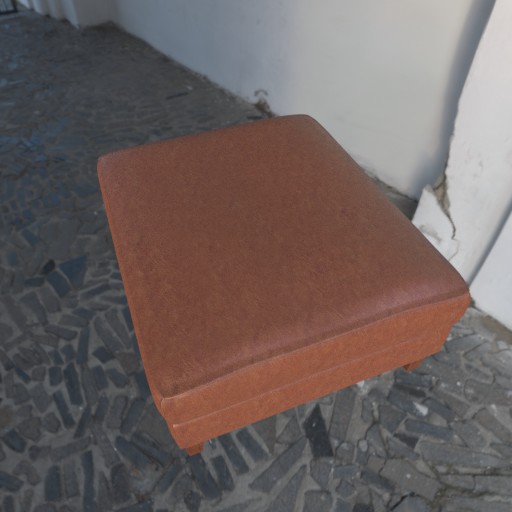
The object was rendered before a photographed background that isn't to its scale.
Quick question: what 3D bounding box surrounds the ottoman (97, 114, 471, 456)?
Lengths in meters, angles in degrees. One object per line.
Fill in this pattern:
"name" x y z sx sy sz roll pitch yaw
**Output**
"ottoman" 0.000 0.000 1.458 0.836 0.472 0.987 -16 49 -14
